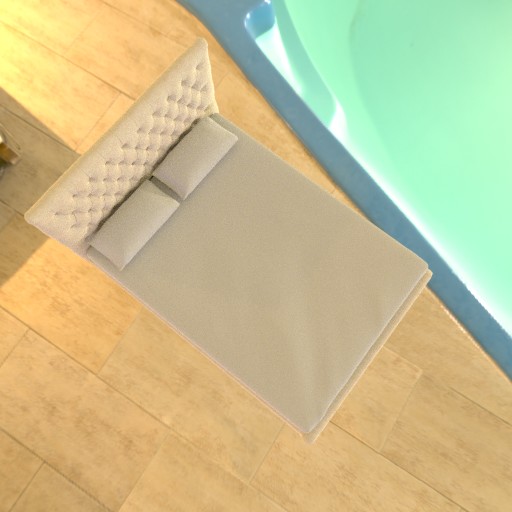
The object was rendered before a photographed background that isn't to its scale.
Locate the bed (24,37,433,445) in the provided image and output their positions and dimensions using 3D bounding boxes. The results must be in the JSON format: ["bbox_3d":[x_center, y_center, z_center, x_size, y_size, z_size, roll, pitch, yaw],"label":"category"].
[{"bbox_3d":[0.000,0.000,3.378,2.387,1.427,1.698,38,79,9],"label":"bed"}]
